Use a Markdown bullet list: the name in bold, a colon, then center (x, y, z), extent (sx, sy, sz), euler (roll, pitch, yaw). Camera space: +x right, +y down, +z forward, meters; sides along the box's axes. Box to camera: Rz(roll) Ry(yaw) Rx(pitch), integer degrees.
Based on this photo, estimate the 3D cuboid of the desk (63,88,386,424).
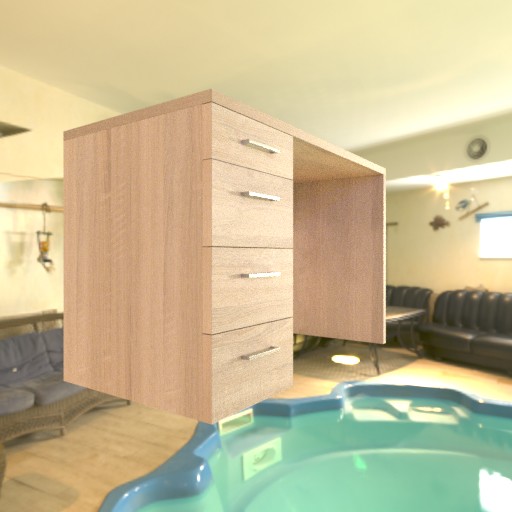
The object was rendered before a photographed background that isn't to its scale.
- **desk**: center (0.000, 0.000, 1.571), extent (0.600, 0.731, 1.100), euler (0, 0, 36)
